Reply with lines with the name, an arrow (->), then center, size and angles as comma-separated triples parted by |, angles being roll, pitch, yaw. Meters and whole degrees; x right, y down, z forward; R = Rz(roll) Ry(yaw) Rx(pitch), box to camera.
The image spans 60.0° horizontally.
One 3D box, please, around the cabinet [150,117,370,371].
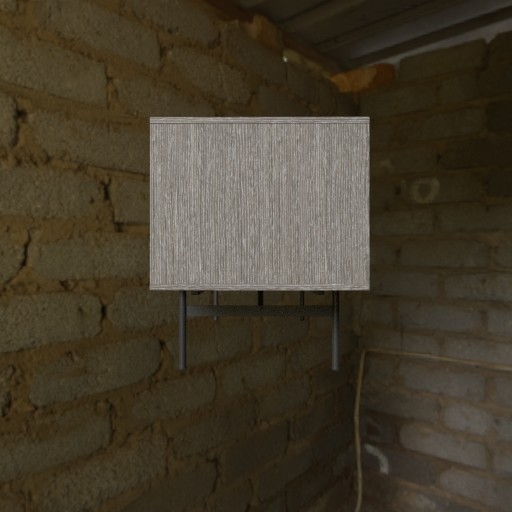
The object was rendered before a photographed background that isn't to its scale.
cabinet -> 0.000, 0.000, 1.609 | 0.500, 0.599, 1.300 | 0, 0, 0
